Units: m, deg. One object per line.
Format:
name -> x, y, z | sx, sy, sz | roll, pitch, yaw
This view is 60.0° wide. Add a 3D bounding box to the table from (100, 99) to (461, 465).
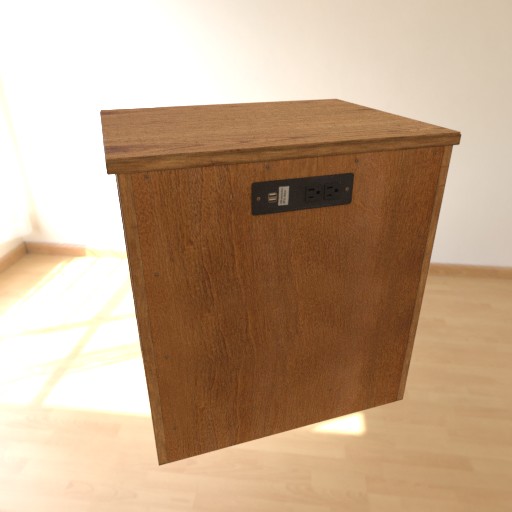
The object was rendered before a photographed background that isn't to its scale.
table -> 0.000, 0.000, 1.041 | 0.601, 0.625, 0.494 | -8, 28, -16
